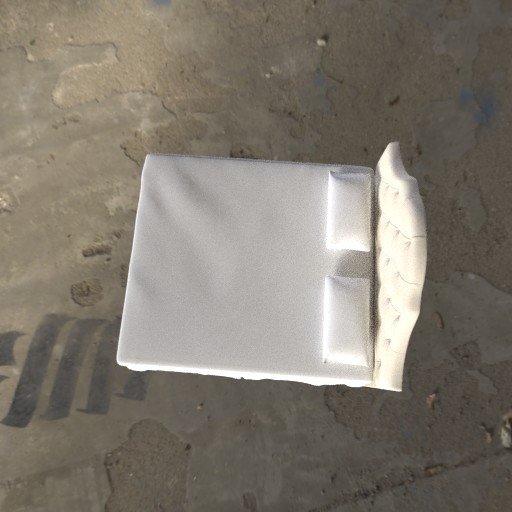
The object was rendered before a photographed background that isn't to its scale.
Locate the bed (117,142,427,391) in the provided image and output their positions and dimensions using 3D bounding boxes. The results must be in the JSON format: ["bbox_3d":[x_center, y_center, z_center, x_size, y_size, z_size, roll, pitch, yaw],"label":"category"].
[{"bbox_3d":[0.000,0.000,3.645,2.214,1.615,2.008,4,76,1],"label":"bed"}]
